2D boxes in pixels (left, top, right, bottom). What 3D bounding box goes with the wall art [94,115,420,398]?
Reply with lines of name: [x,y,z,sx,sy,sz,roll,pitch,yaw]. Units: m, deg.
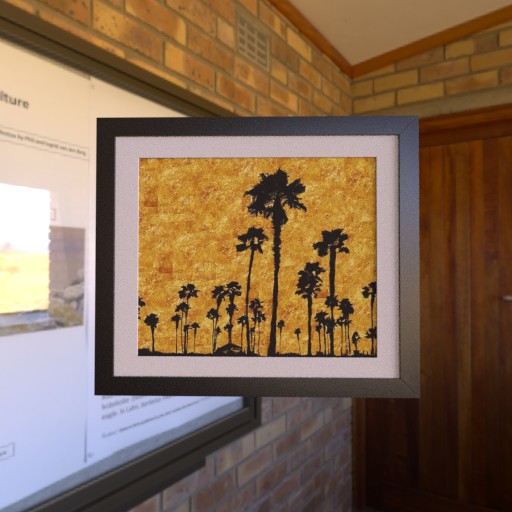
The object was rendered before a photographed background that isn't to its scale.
wall art: [0.000,0.000,0.529,0.383,0.332,0.012,0,-1,1]
